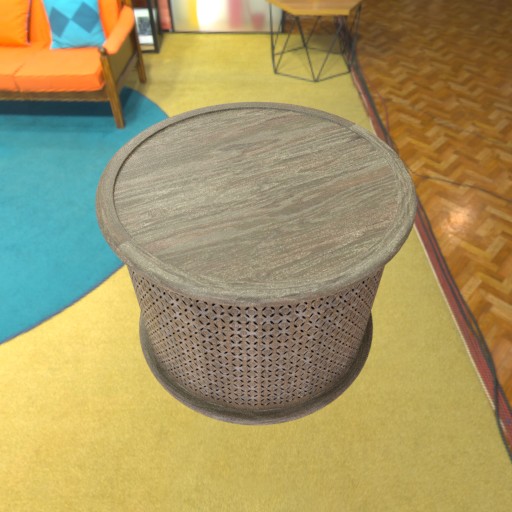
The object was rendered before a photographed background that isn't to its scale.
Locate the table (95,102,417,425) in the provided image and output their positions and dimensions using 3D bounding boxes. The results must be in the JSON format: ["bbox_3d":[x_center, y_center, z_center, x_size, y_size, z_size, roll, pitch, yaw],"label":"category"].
[{"bbox_3d":[0.000,0.000,1.017,0.607,0.450,0.607,0,46,0],"label":"table"}]
